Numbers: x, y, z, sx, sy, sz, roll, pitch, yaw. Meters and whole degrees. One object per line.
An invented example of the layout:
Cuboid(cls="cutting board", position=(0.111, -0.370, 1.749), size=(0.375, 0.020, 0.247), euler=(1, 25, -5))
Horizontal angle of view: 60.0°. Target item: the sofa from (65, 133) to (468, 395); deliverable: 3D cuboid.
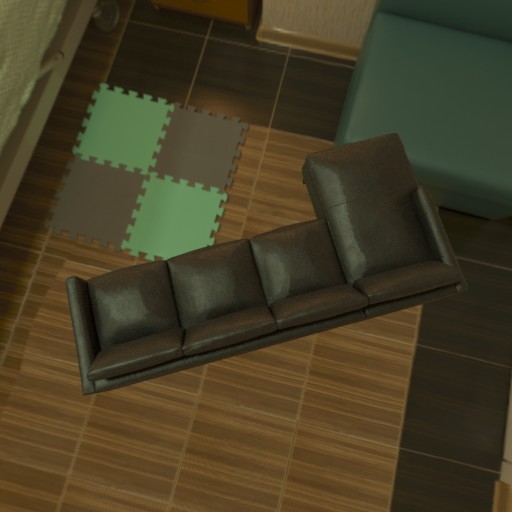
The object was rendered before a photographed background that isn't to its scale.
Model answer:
Cuboid(cls="sofa", position=(0.000, 0.000, 3.666), size=(2.993, 0.859, 1.471), euler=(-15, 77, -4))
